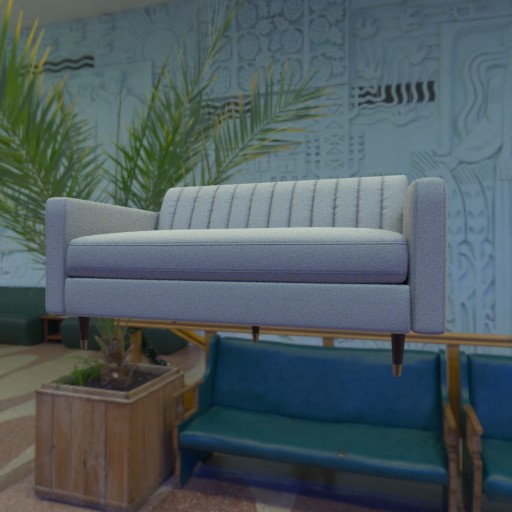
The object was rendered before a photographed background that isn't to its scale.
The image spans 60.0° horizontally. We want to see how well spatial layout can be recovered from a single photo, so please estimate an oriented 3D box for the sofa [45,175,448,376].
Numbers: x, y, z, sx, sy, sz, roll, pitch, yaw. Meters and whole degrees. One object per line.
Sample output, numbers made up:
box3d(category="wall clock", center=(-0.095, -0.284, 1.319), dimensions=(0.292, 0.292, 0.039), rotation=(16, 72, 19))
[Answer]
box3d(category="sofa", center=(0.000, 0.000, 2.051), dimensions=(1.585, 0.801, 0.950), rotation=(0, 0, 19))
